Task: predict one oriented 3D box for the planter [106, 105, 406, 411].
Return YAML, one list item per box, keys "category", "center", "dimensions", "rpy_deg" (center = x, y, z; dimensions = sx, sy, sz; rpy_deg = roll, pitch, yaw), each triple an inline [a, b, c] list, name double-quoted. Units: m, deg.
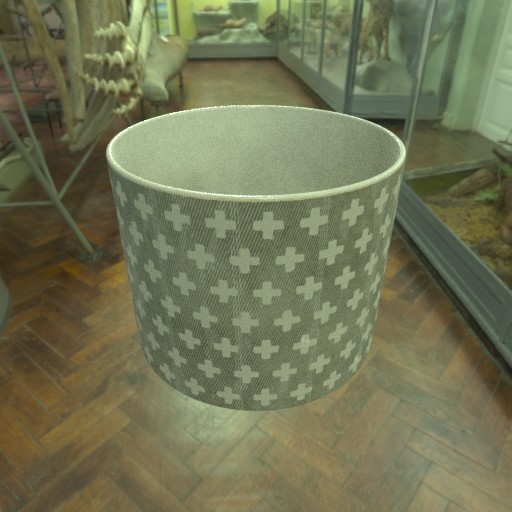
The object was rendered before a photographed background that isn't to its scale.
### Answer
- category: "planter"
  center: [0.000, 0.000, 0.339]
  dimensions: [0.190, 0.181, 0.190]
  rpy_deg: [0, 32, 0]
